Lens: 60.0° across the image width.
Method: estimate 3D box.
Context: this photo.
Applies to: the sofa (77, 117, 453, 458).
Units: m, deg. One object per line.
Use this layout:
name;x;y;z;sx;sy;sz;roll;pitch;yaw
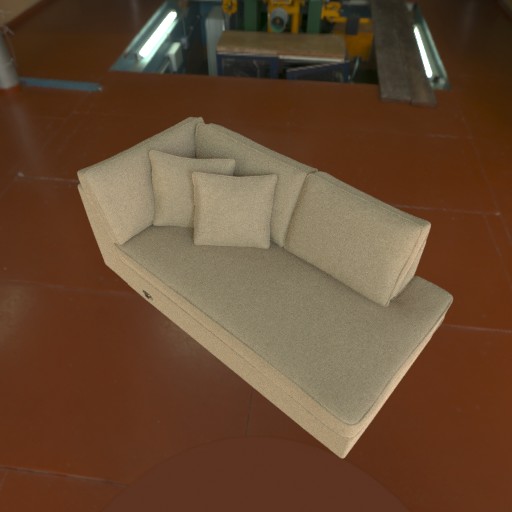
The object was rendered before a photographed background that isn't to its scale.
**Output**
sofa;0.000;0.000;2.866;2.237;1.033;1.110;32;54;27
